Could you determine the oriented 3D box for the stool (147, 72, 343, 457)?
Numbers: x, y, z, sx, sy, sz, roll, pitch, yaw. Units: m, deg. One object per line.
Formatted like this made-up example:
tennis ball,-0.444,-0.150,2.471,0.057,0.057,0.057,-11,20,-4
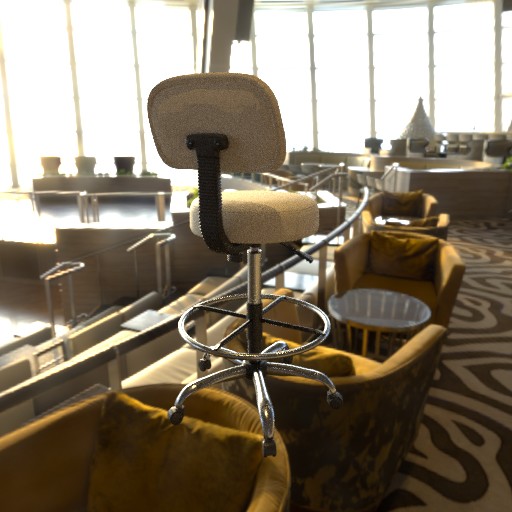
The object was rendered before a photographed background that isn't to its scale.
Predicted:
stool,0.000,0.000,1.486,0.609,1.080,0.616,8,17,27
